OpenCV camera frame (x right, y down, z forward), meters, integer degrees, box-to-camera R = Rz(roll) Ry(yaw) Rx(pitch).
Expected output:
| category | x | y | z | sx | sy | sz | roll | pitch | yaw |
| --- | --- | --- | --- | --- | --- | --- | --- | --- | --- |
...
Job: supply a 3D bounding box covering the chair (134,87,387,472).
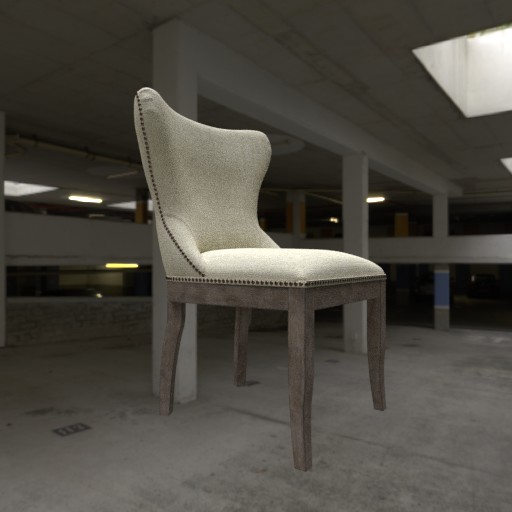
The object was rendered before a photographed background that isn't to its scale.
| category | x | y | z | sx | sy | sz | roll | pitch | yaw |
| --- | --- | --- | --- | --- | --- | --- | --- | --- | --- |
| chair | 0.000 | 0.000 | 1.438 | 0.681 | 1.002 | 0.654 | 0 | 0 | 36 |
